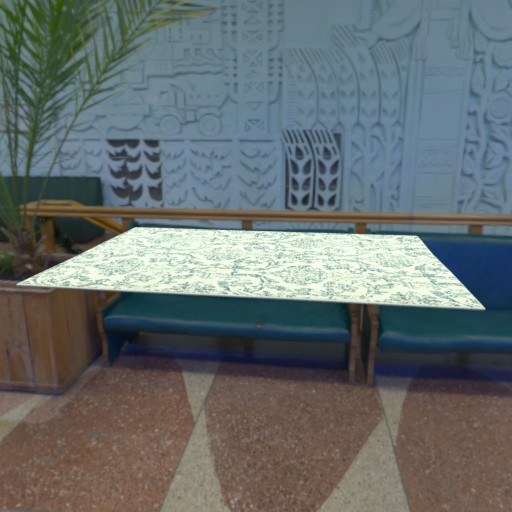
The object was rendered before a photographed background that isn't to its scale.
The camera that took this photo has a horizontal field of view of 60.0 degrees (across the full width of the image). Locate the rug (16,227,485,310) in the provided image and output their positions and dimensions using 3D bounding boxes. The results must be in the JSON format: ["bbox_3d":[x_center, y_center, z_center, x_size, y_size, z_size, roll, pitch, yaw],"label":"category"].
[{"bbox_3d":[0.000,0.000,3.423,2.746,0.018,1.819,2,15,8],"label":"rug"}]
